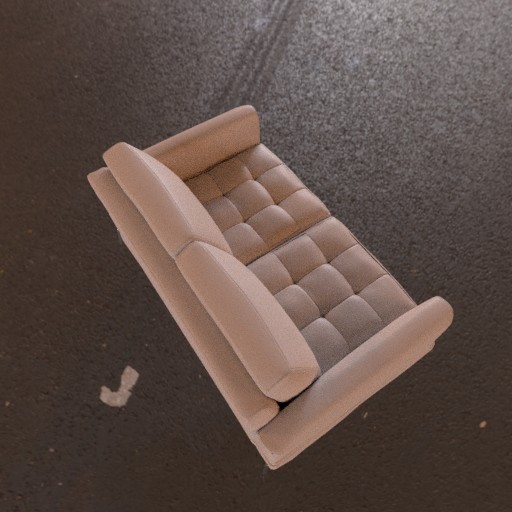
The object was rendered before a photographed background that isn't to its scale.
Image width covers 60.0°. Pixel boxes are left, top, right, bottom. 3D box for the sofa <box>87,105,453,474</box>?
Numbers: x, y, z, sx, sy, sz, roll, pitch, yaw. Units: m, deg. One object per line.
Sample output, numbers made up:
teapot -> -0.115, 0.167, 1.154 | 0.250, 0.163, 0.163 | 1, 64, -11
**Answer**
sofa -> 0.000, 0.000, 2.406 | 1.121, 0.930, 1.819 | -30, 64, -17
